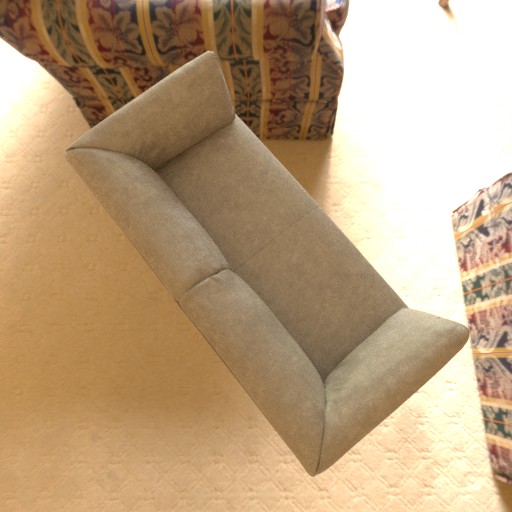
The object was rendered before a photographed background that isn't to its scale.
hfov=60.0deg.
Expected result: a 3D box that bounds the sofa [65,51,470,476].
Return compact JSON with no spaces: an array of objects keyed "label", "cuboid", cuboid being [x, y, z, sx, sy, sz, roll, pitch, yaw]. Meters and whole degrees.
[{"label":"sofa","cuboid":[0.000,0.000,2.306,0.905,0.747,1.878,-38,79,-9]}]
